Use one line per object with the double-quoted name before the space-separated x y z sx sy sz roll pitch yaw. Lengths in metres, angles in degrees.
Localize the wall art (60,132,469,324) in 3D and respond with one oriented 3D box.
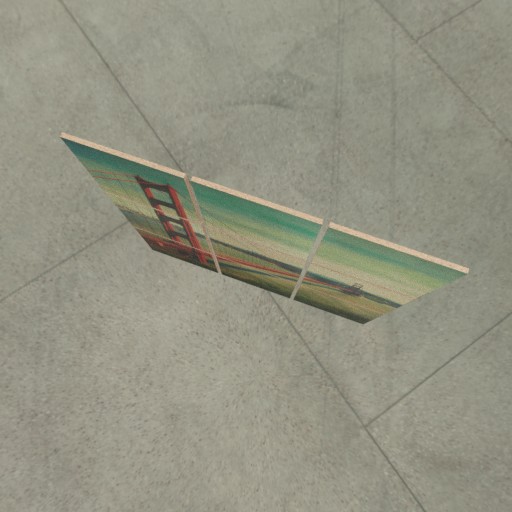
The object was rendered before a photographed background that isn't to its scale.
"wall art" 0.000 0.000 1.378 0.917 0.910 0.012 19 76 5
